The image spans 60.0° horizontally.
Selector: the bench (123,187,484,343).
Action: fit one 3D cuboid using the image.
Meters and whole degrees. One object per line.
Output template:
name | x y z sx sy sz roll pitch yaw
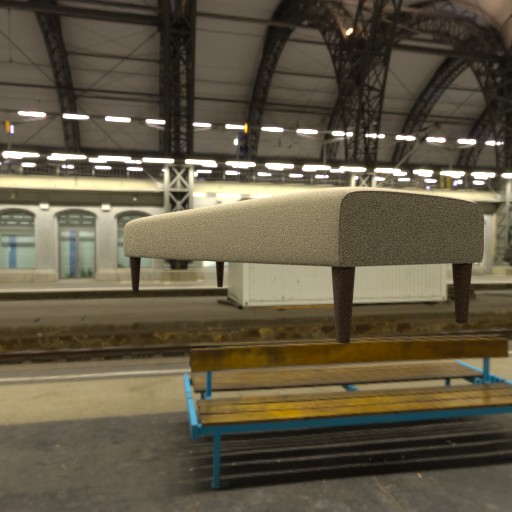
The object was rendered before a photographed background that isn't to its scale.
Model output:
bench | 0.000 0.000 1.846 0.646 0.393 1.609 -1 1 -34
